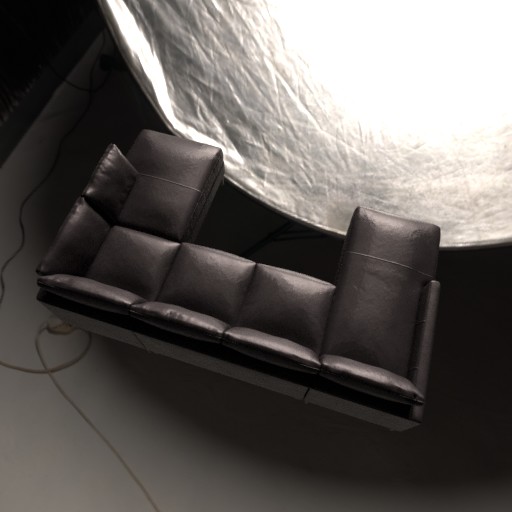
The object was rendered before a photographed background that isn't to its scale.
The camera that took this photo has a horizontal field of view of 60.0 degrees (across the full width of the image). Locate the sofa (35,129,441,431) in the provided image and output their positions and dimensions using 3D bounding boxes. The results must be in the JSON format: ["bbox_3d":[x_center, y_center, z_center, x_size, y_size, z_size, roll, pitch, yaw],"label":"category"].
[{"bbox_3d":[0.000,0.000,3.745,2.956,0.900,1.939,16,64,8],"label":"sofa"}]
